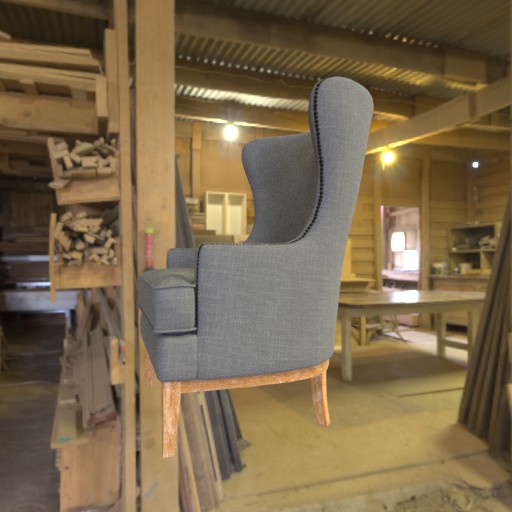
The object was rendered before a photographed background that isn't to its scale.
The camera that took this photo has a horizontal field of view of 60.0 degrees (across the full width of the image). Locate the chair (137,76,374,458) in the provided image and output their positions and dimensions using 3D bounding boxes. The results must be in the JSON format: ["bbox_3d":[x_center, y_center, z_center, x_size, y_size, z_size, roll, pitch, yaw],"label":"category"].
[{"bbox_3d":[0.000,0.000,1.782,0.883,1.176,0.864,0,0,-18],"label":"chair"}]
